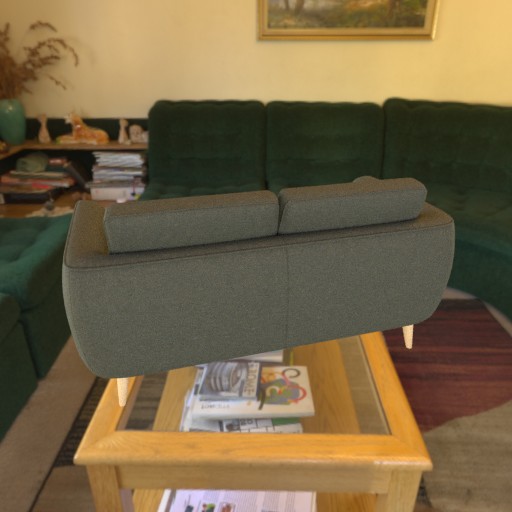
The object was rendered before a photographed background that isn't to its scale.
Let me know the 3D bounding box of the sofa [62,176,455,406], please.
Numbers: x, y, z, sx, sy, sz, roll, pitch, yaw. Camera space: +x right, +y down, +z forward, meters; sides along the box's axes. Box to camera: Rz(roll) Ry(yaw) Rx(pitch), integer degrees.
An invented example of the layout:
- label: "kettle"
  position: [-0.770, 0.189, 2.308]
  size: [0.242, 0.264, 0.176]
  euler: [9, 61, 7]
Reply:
- label: "sofa"
  position: [0.000, 0.000, 2.190]
  size: [1.700, 0.850, 0.920]
  euler: [-7, 27, -15]
